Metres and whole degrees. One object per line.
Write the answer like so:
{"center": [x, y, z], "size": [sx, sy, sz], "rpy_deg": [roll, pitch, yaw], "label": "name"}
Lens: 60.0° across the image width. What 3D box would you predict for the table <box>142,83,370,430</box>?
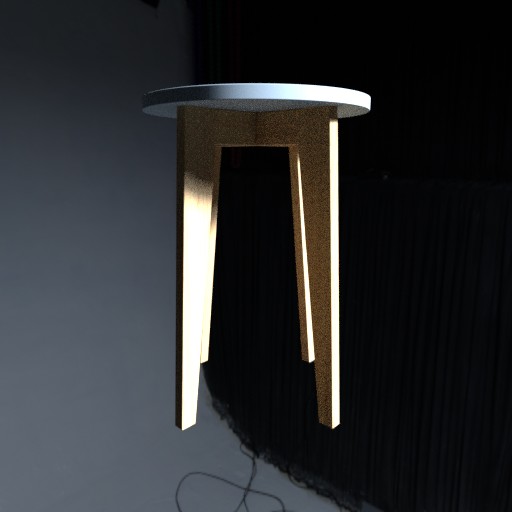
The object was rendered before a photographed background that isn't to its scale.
{"center": [0.000, 0.000, 0.754], "size": [0.350, 0.500, 0.350], "rpy_deg": [0, 13, 0], "label": "table"}
